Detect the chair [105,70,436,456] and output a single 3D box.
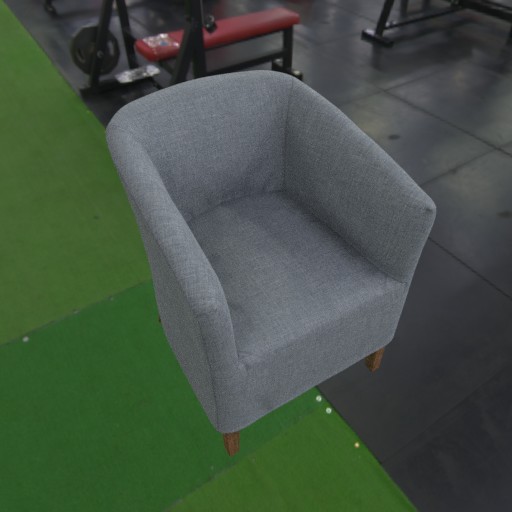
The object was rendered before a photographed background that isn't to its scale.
[{"bbox_3d":[0.000,0.000,1.257,0.600,0.771,0.668,-23,50,-21],"label":"chair"}]
